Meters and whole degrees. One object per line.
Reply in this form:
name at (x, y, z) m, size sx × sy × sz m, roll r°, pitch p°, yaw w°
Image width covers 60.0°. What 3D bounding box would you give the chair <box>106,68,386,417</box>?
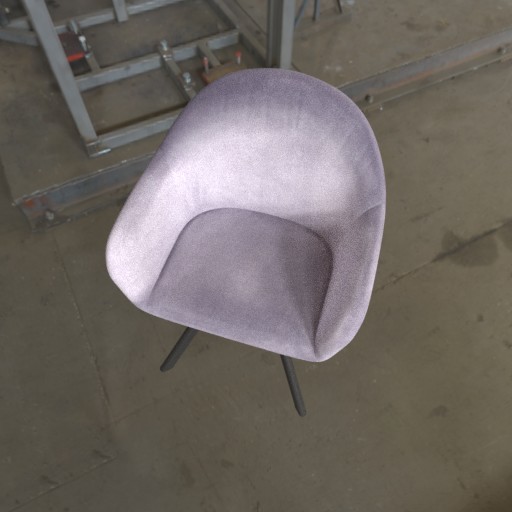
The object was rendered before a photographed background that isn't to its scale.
chair at (0.000, 0.000, 1.174) m, size 0.570 × 0.780 × 0.540 m, roll 15°, pitch 59°, yaw 9°
